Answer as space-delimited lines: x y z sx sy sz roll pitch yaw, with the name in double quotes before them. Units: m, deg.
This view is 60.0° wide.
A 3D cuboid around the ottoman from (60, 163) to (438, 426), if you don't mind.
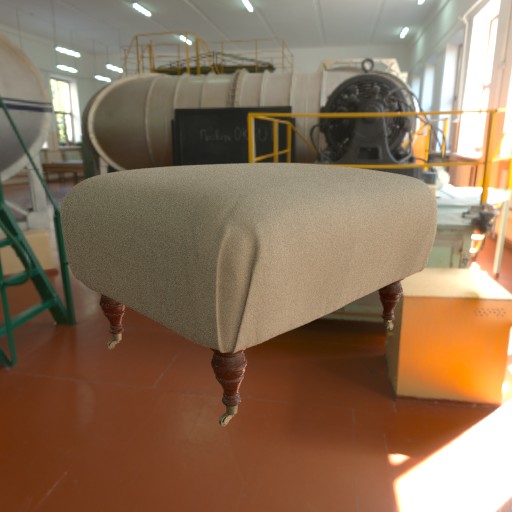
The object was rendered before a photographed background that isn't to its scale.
"ottoman" 0.000 0.000 1.106 0.746 0.450 0.639 -14 20 -43
